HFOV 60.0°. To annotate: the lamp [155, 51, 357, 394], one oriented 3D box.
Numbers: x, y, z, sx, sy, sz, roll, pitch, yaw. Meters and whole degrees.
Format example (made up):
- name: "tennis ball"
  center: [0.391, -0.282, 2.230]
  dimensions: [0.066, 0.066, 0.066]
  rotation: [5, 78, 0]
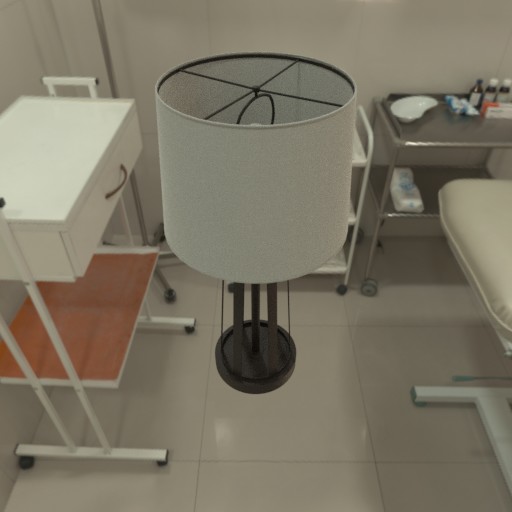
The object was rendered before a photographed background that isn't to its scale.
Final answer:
- name: "lamp"
  center: [0.000, 0.000, 0.657]
  dimensions: [0.251, 0.509, 0.251]
  rotation: [0, 41, 0]
